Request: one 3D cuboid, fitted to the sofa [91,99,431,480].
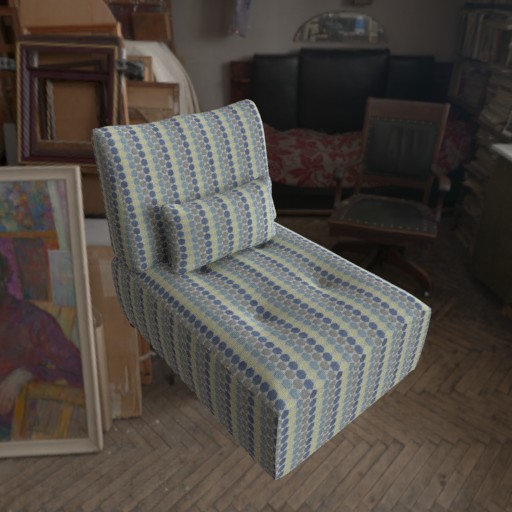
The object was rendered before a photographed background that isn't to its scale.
[{"bbox_3d":[0.000,0.000,1.550,0.700,0.820,1.000,-24,39,-33],"label":"sofa"}]
